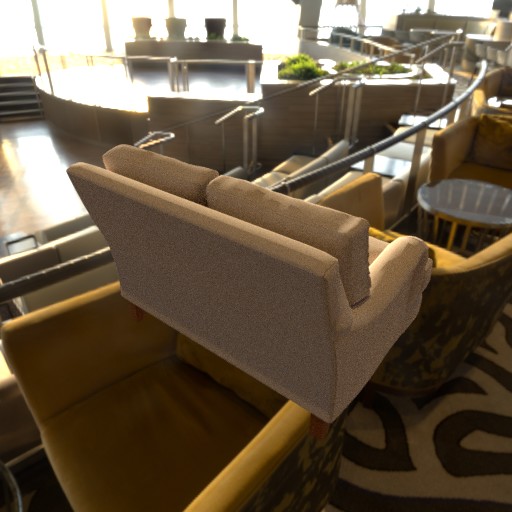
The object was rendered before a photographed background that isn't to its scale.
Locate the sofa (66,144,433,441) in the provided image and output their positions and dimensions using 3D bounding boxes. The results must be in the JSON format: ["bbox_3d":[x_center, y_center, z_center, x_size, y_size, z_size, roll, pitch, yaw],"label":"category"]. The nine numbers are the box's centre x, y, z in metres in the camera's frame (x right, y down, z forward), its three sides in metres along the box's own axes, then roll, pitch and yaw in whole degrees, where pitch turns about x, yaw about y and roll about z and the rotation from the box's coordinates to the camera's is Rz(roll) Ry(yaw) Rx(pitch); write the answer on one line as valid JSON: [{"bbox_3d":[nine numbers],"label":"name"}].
[{"bbox_3d":[0.000,0.000,2.272,1.508,1.048,1.087,23,38,33],"label":"sofa"}]
